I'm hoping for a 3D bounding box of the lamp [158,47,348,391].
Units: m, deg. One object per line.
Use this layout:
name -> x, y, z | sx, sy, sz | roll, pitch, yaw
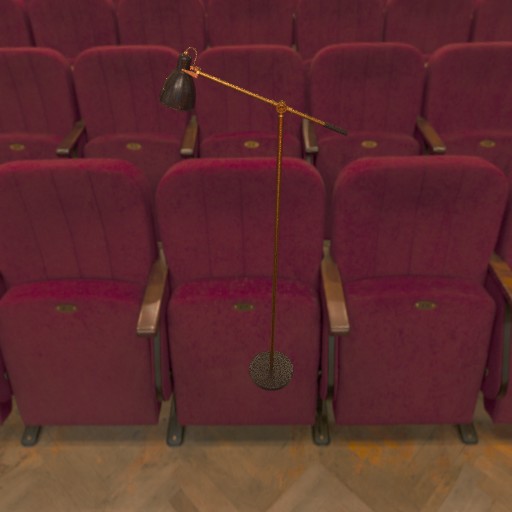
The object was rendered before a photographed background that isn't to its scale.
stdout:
lamp -> 0.000, 0.000, 1.841 | 0.618, 1.628, 0.235 | 0, 41, 0
